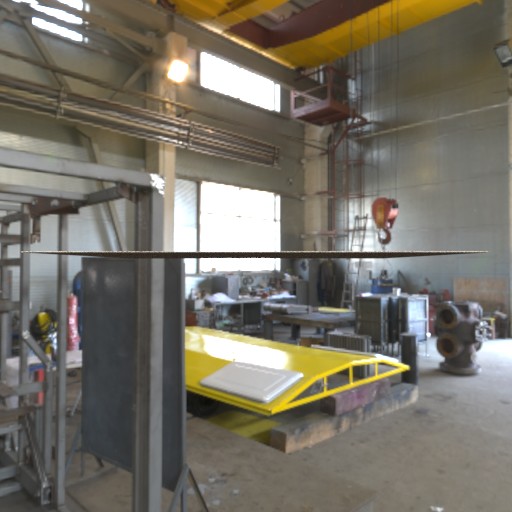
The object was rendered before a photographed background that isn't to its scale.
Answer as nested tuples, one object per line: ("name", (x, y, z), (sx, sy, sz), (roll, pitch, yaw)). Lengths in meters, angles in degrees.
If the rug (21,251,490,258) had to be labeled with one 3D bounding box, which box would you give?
("rug", (0.000, 0.000, 4.099), (3.046, 0.008, 2.442), (0, -1, 0))
